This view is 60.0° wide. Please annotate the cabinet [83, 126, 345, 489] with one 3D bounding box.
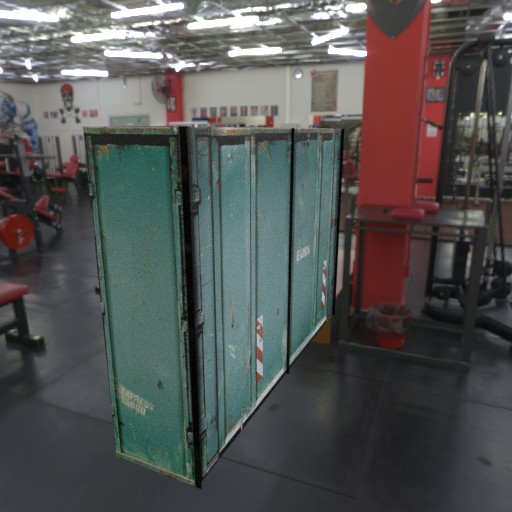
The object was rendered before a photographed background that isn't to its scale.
[{"bbox_3d":[0.000,0.000,3.894,0.680,2.160,3.001,7,17,24],"label":"cabinet"}]
